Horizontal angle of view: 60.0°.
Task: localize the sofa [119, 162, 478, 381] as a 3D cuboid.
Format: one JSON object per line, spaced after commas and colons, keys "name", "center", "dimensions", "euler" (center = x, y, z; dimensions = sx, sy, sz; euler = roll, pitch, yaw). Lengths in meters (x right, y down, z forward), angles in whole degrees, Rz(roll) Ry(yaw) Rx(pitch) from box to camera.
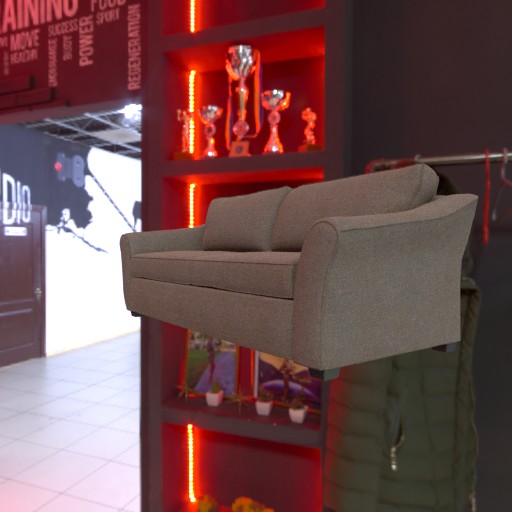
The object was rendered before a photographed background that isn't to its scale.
{"name": "sofa", "center": [0.000, 0.000, 2.701], "dimensions": [0.986, 0.906, 2.270], "euler": [-1, 1, -36]}
